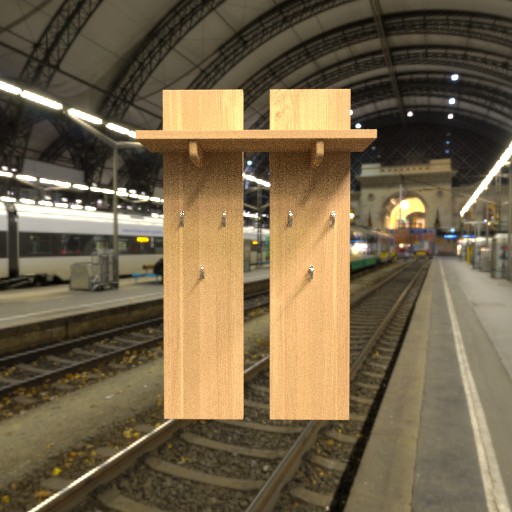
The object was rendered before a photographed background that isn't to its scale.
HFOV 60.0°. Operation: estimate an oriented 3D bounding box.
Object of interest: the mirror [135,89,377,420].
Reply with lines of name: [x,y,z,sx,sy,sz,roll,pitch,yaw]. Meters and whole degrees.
mirror: [0.000,0.000,1.604,0.800,1.250,0.260,0,1,1]
